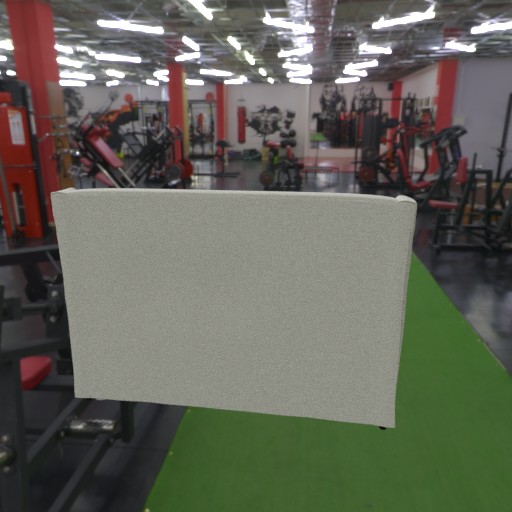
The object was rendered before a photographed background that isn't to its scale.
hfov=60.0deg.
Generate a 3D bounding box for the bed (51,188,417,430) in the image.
[{"bbox_3d":[0.000,0.000,3.486,1.925,1.332,2.276,3,17,9],"label":"bed"}]
